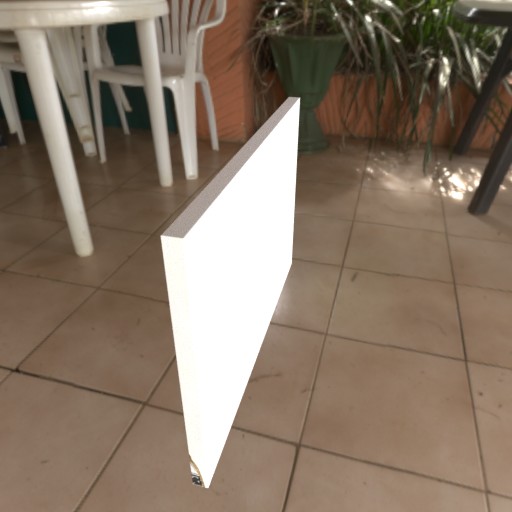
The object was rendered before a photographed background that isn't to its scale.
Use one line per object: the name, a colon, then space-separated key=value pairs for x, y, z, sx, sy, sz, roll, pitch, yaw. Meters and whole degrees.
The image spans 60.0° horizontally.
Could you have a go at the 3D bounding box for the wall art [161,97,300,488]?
wall art: x=0.000 y=0.000 z=1.141 sx=0.038 sy=0.601 sz=0.898 roll=8 pitch=33 yaw=13
